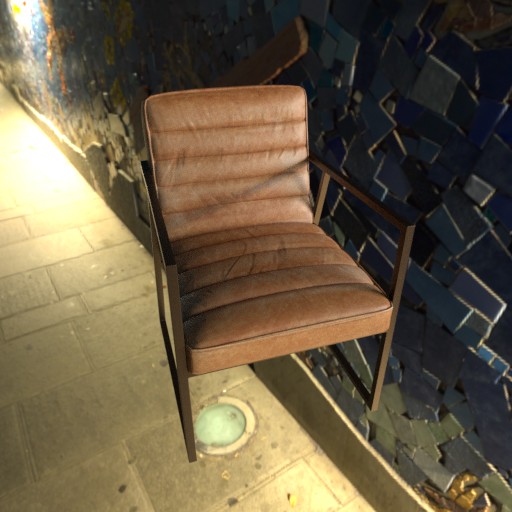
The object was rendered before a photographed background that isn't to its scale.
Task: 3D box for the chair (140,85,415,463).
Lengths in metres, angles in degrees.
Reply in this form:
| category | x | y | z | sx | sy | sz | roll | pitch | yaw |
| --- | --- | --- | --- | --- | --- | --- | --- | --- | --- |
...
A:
| category | x | y | z | sx | sy | sz | roll | pitch | yaw |
| --- | --- | --- | --- | --- | --- | --- | --- | --- | --- |
| chair | 0.000 | 0.000 | 1.284 | 0.571 | 0.832 | 0.677 | -9 | 33 | -15 |
